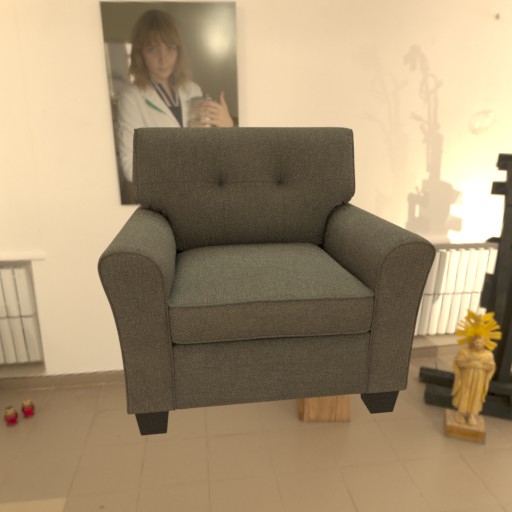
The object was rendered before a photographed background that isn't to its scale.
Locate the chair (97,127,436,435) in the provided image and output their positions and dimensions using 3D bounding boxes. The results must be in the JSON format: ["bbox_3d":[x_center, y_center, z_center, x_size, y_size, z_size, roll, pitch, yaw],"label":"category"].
[{"bbox_3d":[0.000,0.000,1.600,0.941,0.890,0.816,-2,17,-8],"label":"chair"}]
